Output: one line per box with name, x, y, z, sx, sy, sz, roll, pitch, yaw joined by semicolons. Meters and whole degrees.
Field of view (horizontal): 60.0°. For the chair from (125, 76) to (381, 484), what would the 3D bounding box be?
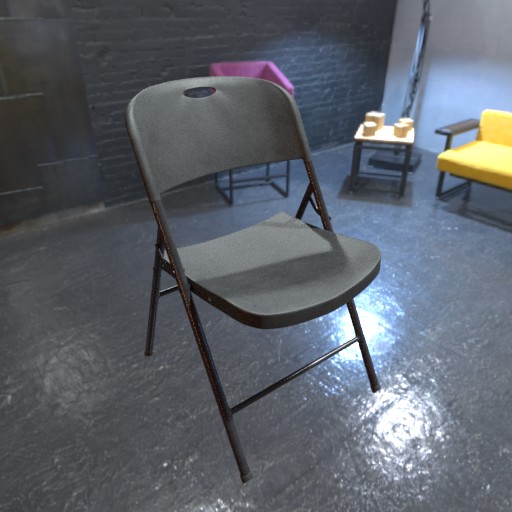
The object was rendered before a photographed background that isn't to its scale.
chair;0.000;0.000;1.156;0.494;0.810;0.566;-20;36;-31
